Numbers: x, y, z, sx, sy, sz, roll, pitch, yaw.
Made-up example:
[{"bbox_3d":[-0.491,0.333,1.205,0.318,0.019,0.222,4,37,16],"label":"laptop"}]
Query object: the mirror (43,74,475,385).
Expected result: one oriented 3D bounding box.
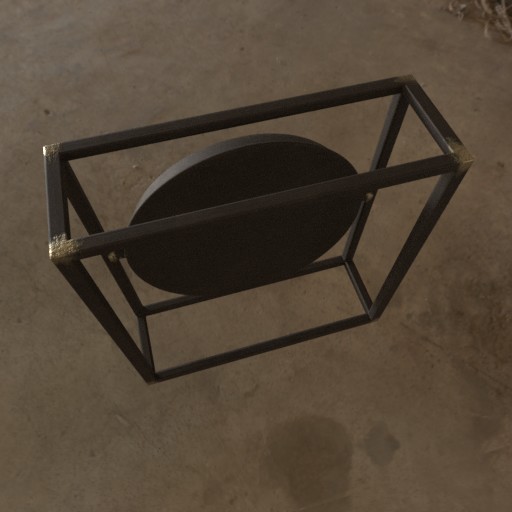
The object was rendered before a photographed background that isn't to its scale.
[{"bbox_3d":[0.000,0.000,0.462,0.306,0.303,0.107,-14,60,-8],"label":"mirror"}]
